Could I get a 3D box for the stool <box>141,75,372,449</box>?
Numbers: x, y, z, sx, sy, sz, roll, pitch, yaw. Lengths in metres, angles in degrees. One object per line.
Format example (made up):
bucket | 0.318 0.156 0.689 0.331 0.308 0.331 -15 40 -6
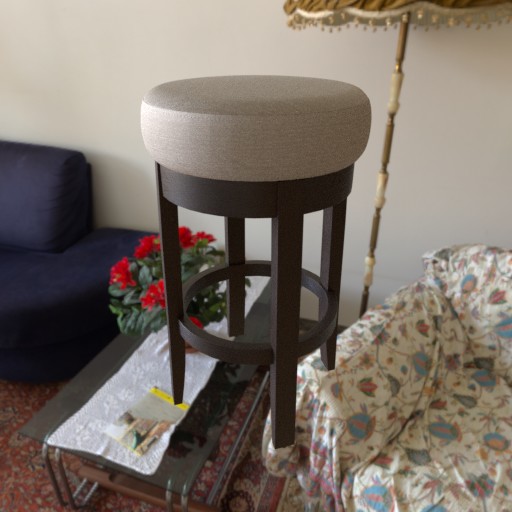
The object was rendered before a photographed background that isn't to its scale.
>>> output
stool | 0.000 0.000 1.012 0.443 0.757 0.443 0 27 0
